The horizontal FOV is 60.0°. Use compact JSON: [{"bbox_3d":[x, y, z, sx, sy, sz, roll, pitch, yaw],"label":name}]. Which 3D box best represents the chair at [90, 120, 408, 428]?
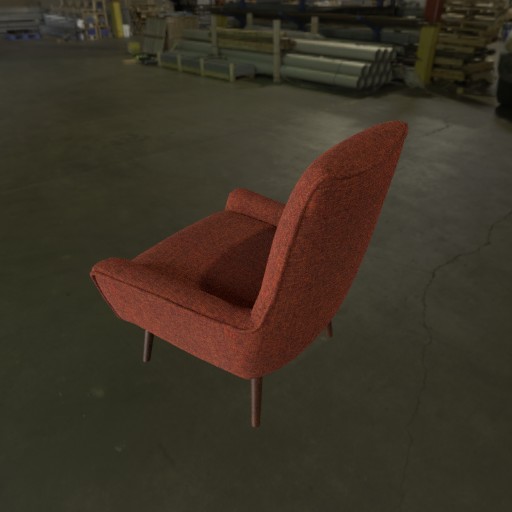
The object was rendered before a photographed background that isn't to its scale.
[{"bbox_3d":[0.000,0.000,1.501,0.784,0.911,0.803,20,37,29],"label":"chair"}]
